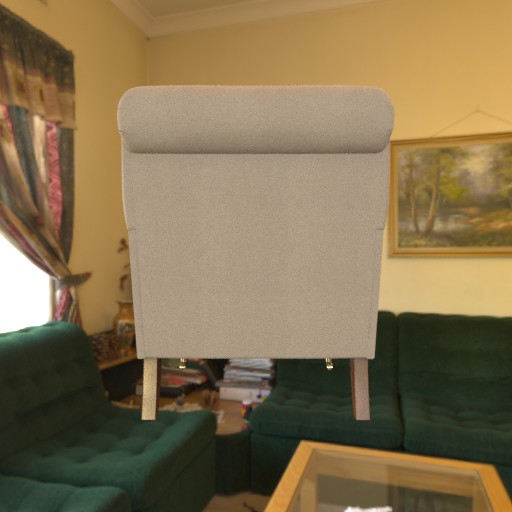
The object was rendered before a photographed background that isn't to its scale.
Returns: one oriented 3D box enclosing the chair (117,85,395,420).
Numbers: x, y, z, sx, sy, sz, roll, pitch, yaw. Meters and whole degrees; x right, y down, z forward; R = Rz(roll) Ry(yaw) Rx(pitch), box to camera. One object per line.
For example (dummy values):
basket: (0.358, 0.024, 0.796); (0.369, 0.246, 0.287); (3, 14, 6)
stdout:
chair: (0.000, 0.000, 1.561); (0.766, 0.942, 0.842); (0, -1, 0)
